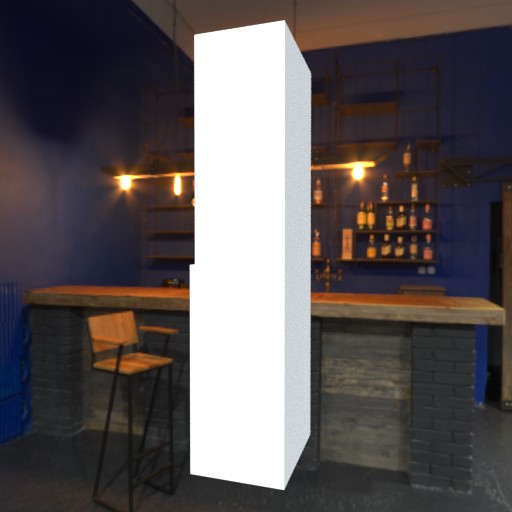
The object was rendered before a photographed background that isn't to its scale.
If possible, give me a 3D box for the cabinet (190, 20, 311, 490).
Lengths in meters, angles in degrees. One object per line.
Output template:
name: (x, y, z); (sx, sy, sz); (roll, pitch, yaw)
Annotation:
cabinet: (0.000, 0.000, 1.510); (0.300, 1.350, 0.400); (0, 1, 18)
